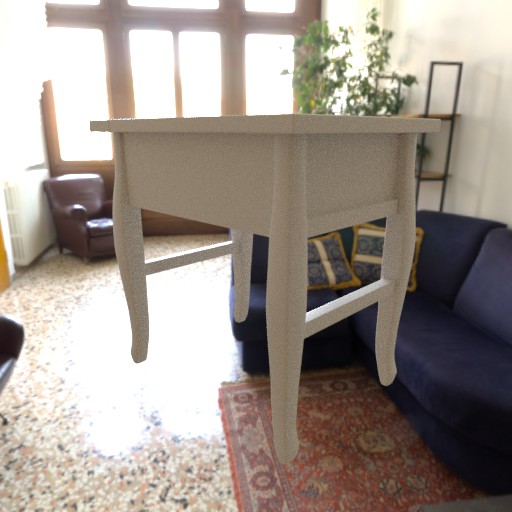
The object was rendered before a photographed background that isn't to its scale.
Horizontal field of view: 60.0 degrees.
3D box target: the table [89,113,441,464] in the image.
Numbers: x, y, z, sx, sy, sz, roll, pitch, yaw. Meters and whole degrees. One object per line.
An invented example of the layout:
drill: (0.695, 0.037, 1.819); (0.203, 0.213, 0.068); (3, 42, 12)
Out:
table: (0.000, 0.000, 1.023); (0.599, 0.605, 0.463); (15, 22, 43)
